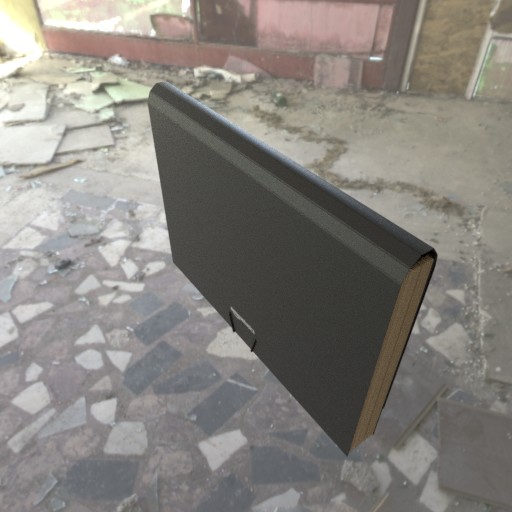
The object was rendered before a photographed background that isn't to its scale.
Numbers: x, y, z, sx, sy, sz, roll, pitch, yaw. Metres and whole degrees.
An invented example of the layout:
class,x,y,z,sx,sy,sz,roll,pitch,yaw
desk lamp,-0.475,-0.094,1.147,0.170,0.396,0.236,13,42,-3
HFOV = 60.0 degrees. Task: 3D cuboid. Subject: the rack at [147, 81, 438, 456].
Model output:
class,x,y,z,sx,sy,sz,roll,pitch,yaw
rack,0.000,0.000,0.435,0.041,0.241,0.330,-26,48,-27
